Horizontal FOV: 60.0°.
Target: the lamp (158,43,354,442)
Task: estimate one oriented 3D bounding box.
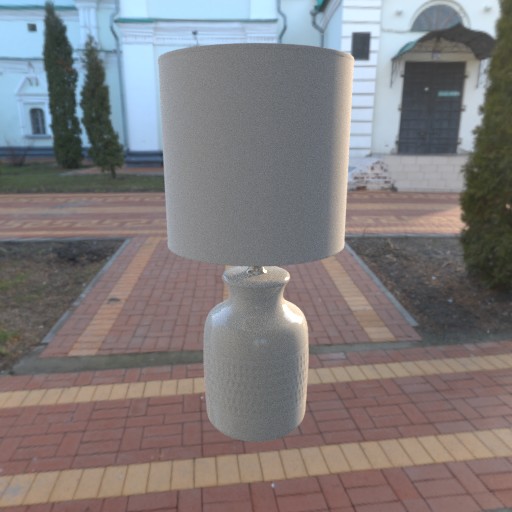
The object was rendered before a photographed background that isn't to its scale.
[{"bbox_3d":[0.000,0.000,0.484,0.188,0.392,0.188,3,16,9],"label":"lamp"}]
